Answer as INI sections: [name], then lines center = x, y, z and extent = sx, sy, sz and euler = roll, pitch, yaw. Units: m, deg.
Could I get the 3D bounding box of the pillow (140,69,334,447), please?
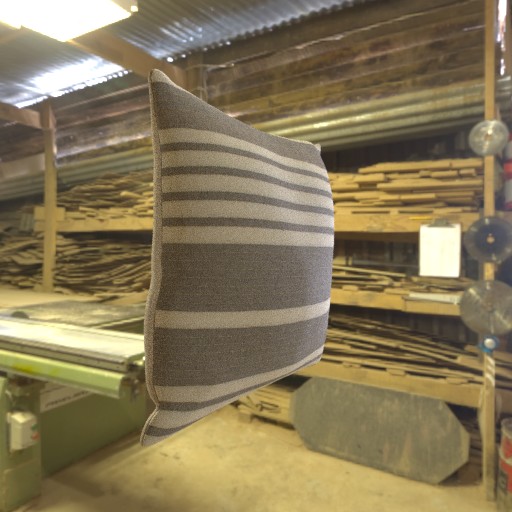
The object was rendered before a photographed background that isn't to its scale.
[pillow]
center = 0.000, 0.000, 0.684
extent = 0.182, 0.440, 0.439
euler = 1, 1, 35
